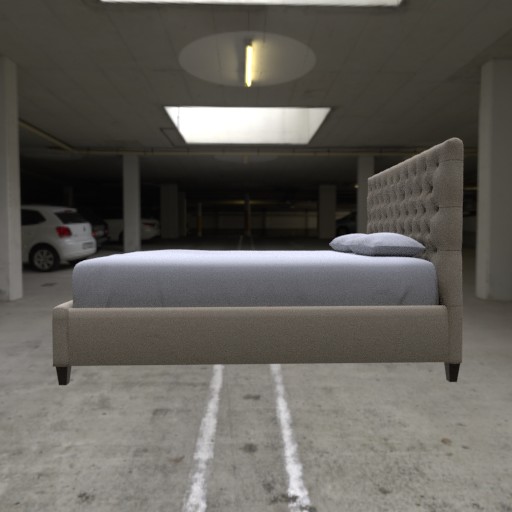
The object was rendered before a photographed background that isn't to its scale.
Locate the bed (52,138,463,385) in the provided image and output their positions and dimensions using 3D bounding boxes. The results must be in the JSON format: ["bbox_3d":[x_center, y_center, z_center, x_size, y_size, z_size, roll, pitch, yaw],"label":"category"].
[{"bbox_3d":[0.000,0.000,3.372,2.387,1.427,1.698,0,2,-2],"label":"bed"}]
